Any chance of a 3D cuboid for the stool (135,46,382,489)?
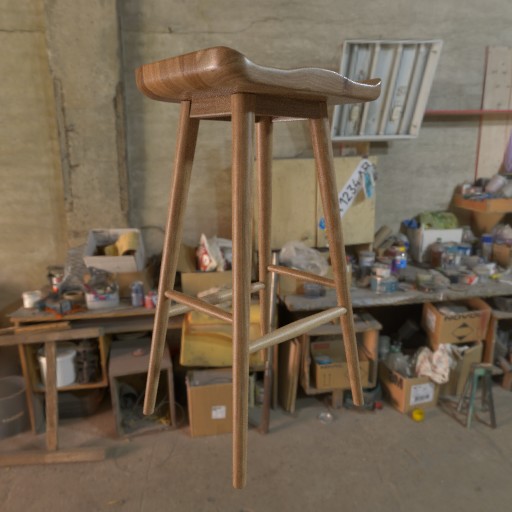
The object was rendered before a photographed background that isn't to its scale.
[{"bbox_3d":[0.000,0.000,0.911,0.407,0.698,0.322,-13,18,-42],"label":"stool"}]
